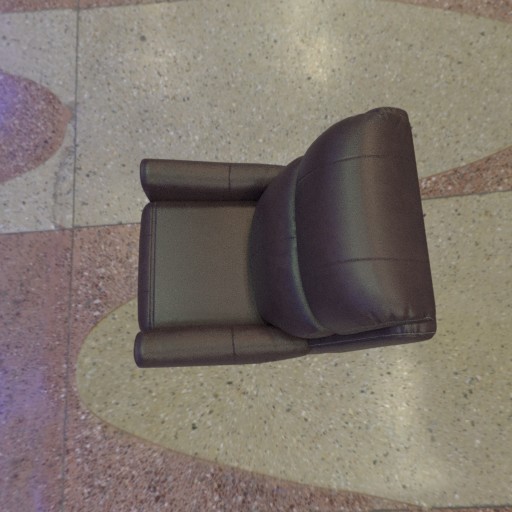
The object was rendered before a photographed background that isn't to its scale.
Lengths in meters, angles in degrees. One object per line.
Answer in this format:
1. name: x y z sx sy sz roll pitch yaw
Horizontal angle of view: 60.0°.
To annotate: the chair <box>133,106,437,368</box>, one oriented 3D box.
1. chair: 0.000 0.000 1.768 1.014 1.054 0.838 -2 76 0
